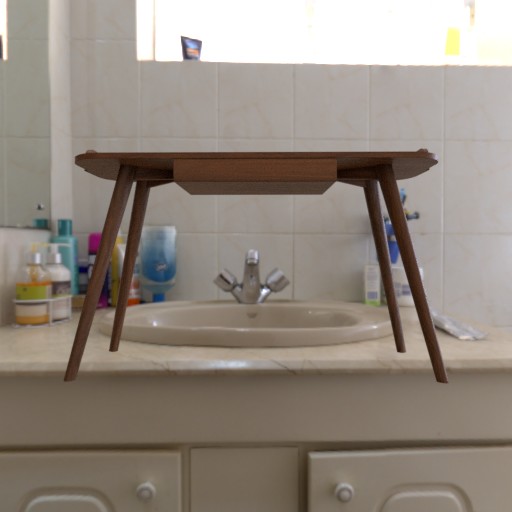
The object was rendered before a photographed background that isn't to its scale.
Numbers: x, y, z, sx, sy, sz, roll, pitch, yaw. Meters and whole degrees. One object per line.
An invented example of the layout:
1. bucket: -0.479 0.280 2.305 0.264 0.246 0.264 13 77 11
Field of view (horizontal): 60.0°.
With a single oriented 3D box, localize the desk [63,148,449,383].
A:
1. desk: 0.000 0.000 1.642 1.256 0.800 0.486 0 1 1
